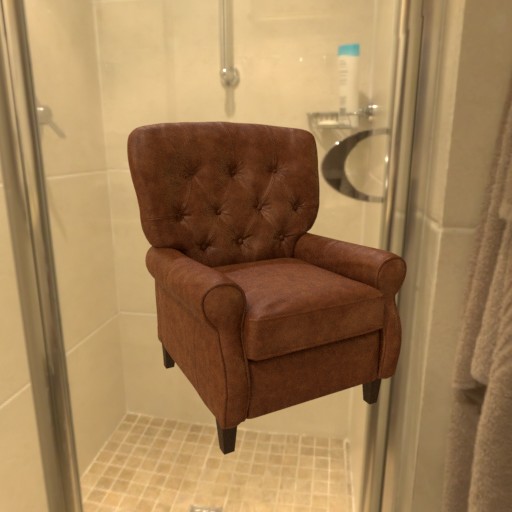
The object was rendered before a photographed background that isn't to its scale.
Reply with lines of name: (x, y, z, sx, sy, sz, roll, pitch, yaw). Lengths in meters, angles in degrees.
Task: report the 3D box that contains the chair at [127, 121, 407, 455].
chair: (0.000, 0.000, 1.946, 0.951, 1.164, 1.059, -7, 16, -27)
